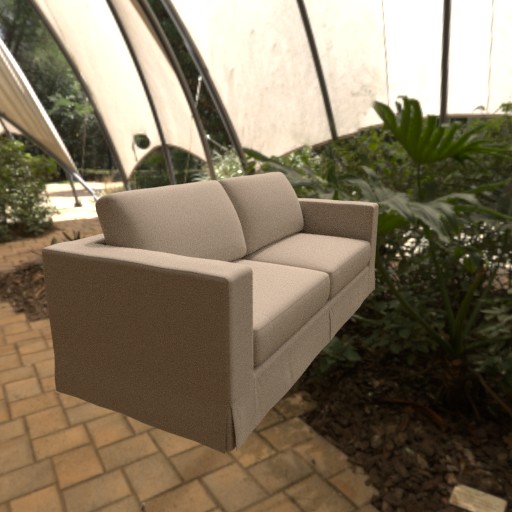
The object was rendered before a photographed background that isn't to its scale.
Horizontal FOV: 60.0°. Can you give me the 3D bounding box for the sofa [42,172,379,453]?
[{"bbox_3d":[0.000,0.000,2.615,0.954,0.881,2.163,7,16,27],"label":"sofa"}]
